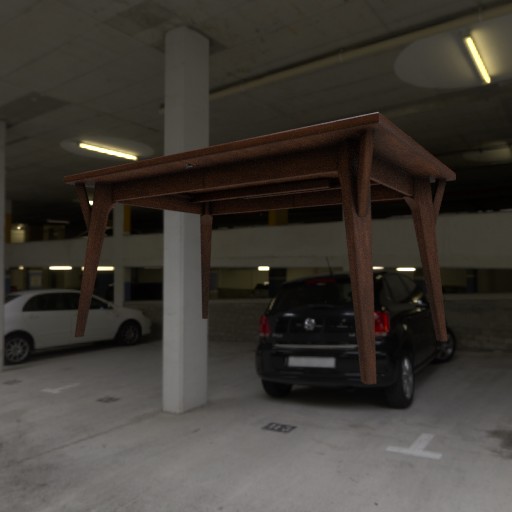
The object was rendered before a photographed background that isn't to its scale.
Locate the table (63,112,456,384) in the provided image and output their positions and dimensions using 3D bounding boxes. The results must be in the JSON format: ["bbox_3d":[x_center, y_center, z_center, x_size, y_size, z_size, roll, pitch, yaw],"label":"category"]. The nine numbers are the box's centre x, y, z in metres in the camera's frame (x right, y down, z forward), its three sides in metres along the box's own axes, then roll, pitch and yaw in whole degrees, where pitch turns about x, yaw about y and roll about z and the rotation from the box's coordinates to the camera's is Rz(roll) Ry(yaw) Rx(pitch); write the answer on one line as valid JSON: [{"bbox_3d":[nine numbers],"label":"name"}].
[{"bbox_3d":[0.000,0.000,2.045,1.524,0.761,0.990,-1,-2,35],"label":"table"}]
